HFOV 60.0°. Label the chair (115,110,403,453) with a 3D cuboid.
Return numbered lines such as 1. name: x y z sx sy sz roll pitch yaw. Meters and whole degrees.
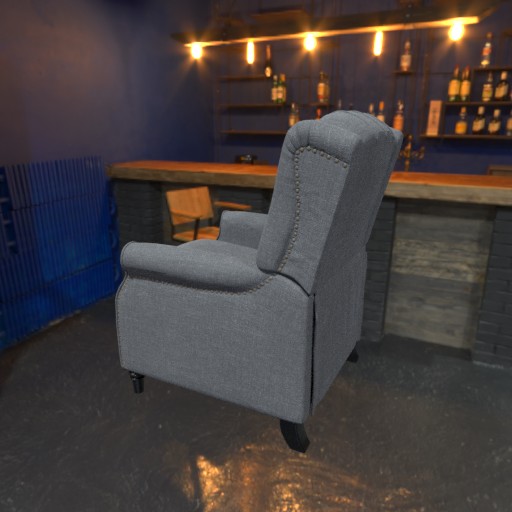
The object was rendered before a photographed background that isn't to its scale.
1. chair: 0.000 0.000 1.671 0.898 1.035 0.742 8 19 26
